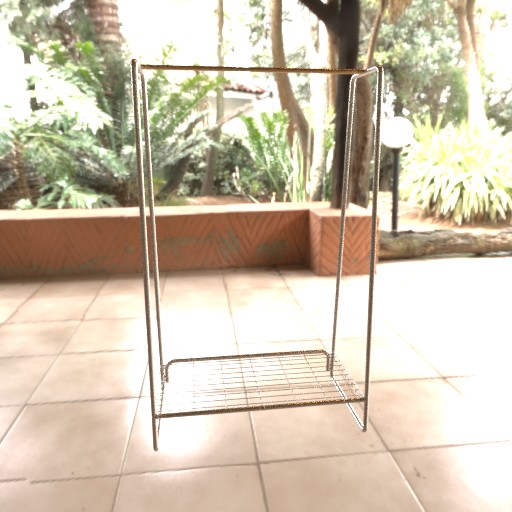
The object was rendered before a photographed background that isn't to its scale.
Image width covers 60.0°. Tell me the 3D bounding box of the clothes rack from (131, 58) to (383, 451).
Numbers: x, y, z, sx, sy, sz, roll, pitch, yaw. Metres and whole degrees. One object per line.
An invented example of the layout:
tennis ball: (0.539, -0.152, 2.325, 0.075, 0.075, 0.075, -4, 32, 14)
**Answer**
clothes rack: (0.000, 0.000, 1.890, 0.900, 1.500, 0.495, -2, 15, -8)
